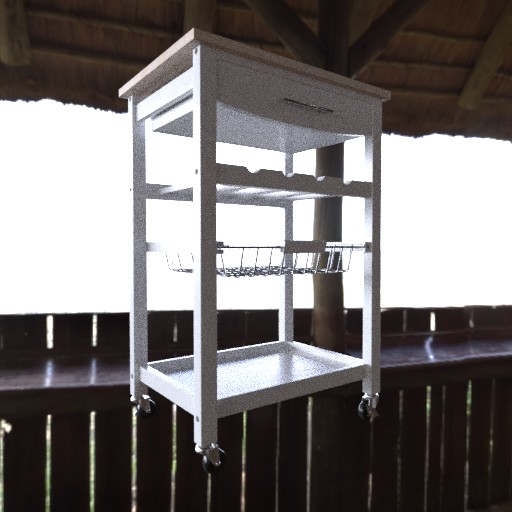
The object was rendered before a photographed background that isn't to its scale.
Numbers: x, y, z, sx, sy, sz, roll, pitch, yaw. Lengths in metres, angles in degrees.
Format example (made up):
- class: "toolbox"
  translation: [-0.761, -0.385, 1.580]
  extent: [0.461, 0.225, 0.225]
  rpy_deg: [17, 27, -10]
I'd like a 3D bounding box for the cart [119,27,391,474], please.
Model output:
- class: "cart"
  translation: [0.000, 0.000, 1.158]
  extent: [0.578, 0.857, 0.406]
  rpy_deg: [-1, 2, -36]
